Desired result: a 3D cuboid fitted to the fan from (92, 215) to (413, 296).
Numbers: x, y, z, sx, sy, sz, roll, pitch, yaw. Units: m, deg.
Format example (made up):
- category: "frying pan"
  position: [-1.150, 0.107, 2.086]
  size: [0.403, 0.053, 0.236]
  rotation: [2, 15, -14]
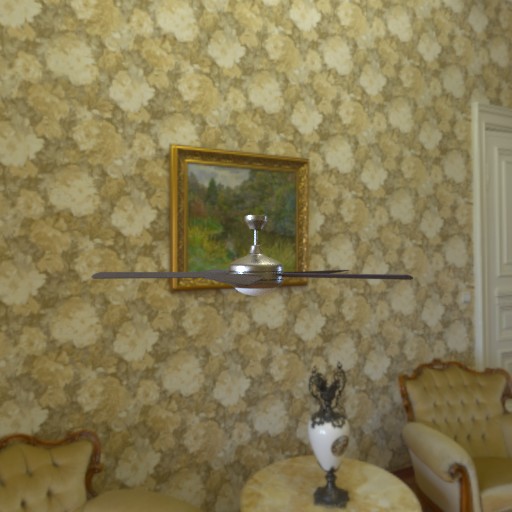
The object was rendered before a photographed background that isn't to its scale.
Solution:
- category: "fan"
  position: [0.000, 0.000, 1.984]
  size: [1.321, 0.356, 1.321]
  rotation: [0, -1, 18]
